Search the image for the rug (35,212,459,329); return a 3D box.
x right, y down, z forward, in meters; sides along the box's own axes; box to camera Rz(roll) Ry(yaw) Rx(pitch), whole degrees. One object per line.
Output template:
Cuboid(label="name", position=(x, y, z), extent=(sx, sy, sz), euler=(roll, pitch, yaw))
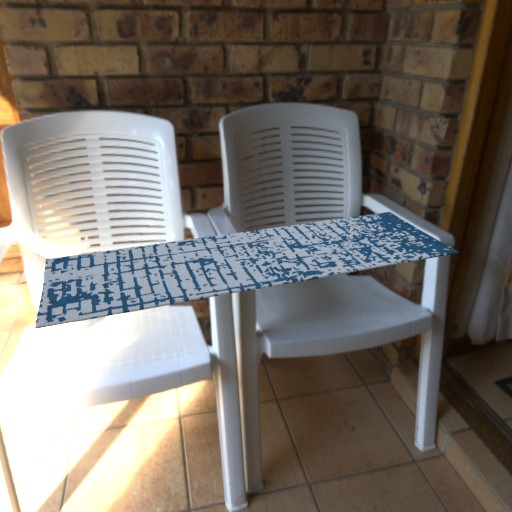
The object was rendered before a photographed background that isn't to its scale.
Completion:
Cuboid(label="rug", position=(0.000, 0.000, 2.730), extent=(2.435, 0.011, 0.750), euler=(-9, 28, -17))
